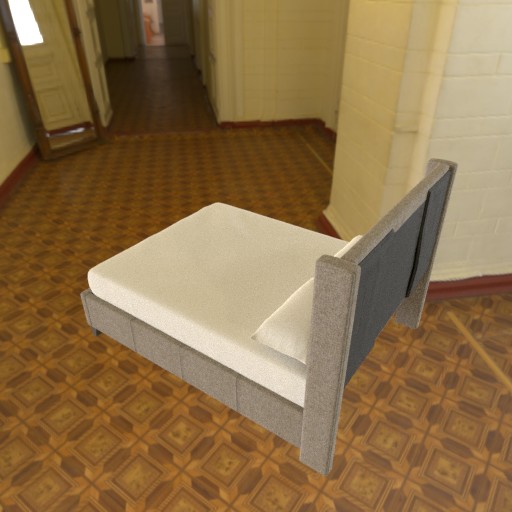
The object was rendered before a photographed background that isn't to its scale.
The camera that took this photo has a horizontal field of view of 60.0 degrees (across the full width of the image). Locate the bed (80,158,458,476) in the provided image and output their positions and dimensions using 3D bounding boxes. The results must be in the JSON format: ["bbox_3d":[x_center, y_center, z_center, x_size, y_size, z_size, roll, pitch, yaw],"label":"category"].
[{"bbox_3d":[0.000,0.000,3.412,2.245,1.481,1.714,20,37,30],"label":"bed"}]
